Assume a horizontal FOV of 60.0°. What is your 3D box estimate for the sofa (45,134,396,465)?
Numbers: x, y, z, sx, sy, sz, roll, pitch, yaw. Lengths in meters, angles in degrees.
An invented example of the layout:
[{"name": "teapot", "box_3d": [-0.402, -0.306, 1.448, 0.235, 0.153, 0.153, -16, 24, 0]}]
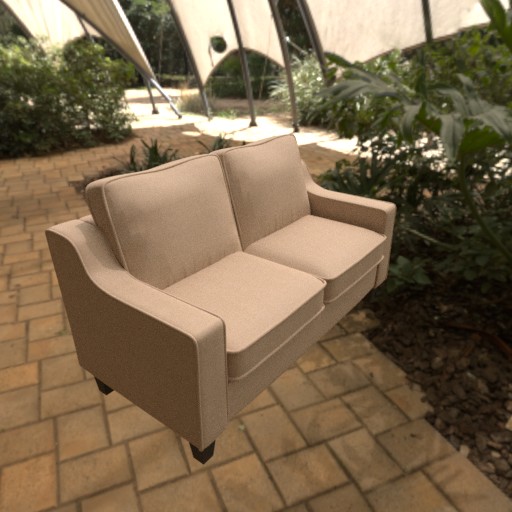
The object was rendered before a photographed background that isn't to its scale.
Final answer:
[{"name": "sofa", "box_3d": [0.000, 0.000, 3.507, 1.351, 1.562, 2.587, 18, 31, 33]}]
